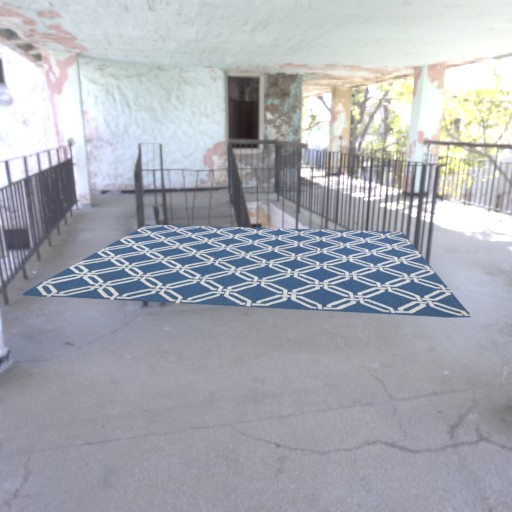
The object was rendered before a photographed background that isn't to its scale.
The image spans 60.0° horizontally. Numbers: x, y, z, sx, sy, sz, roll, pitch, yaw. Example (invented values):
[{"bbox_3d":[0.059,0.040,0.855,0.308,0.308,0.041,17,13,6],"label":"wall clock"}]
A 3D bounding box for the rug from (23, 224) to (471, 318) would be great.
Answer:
[{"bbox_3d":[0.000,0.000,3.854,2.867,0.020,2.277,2,16,7],"label":"rug"}]
